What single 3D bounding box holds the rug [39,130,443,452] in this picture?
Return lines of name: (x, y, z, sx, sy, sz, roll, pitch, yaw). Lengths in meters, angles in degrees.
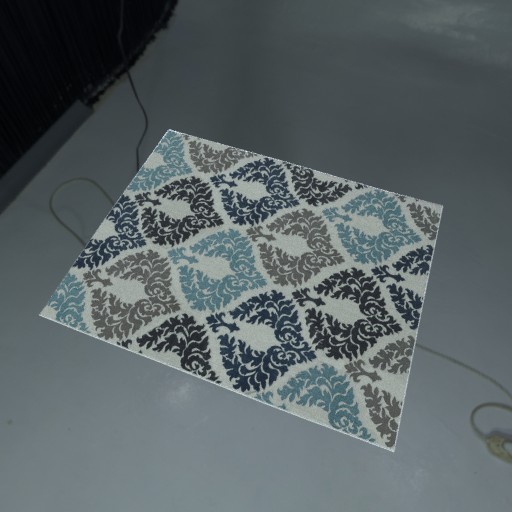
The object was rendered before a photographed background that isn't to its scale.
rug: (0.000, 0.000, 4.069, 3.040, 0.014, 2.423, 18, 60, 11)
